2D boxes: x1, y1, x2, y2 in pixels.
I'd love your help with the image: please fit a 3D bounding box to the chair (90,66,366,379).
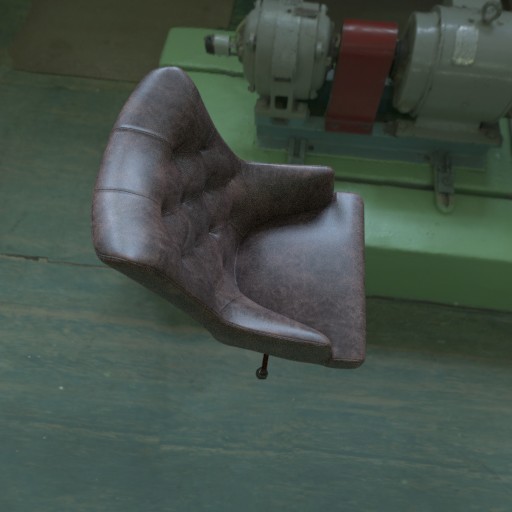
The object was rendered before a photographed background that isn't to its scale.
[{"bbox_3d":[0.000,0.000,1.480,0.762,1.035,0.641,5,65,2],"label":"chair"}]
